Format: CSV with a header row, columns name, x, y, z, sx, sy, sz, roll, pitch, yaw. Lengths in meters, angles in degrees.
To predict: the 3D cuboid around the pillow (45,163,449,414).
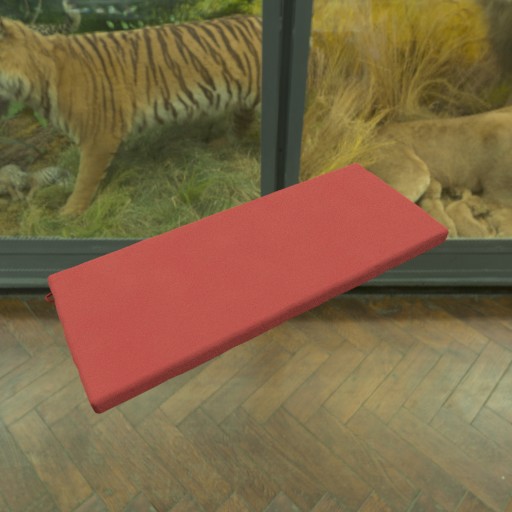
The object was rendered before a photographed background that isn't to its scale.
name,x,y,z,sx,sy,sz,roll,pitch,yaw
pillow,0.000,0.000,1.355,1.187,0.081,0.492,-23,49,-21
